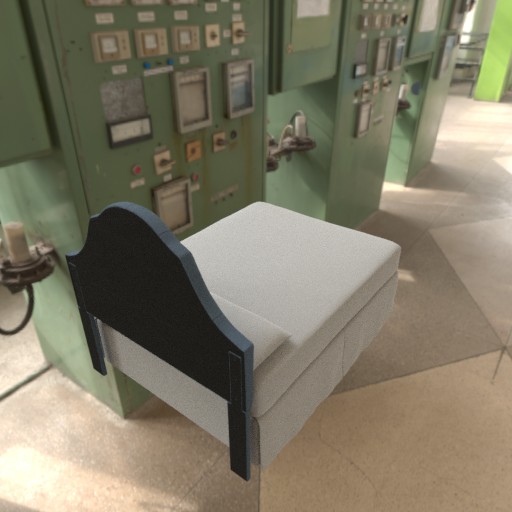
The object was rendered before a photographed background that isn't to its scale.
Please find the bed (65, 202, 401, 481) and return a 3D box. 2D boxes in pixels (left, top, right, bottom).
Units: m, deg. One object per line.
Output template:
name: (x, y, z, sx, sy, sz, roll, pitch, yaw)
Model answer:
bed: (0.000, 0.000, 3.372, 1.636, 1.575, 2.155, 21, 37, 32)
